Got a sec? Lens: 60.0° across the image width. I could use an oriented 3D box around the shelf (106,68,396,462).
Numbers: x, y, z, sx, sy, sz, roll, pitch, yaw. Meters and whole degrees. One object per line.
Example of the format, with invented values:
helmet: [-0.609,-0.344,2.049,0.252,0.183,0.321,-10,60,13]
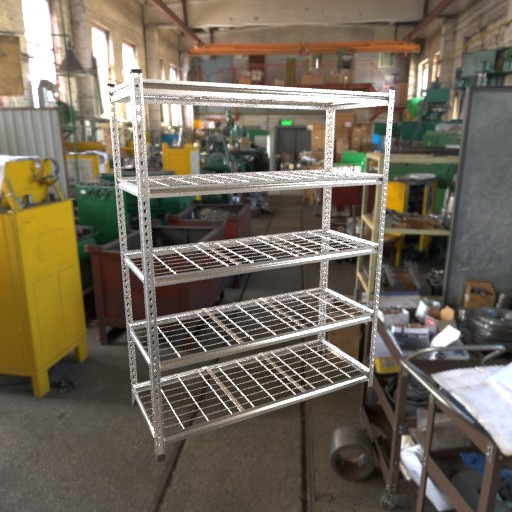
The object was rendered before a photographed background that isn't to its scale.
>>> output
shelf: [0.000,0.000,2.743,1.524,1.981,0.610,-8,17,-27]
